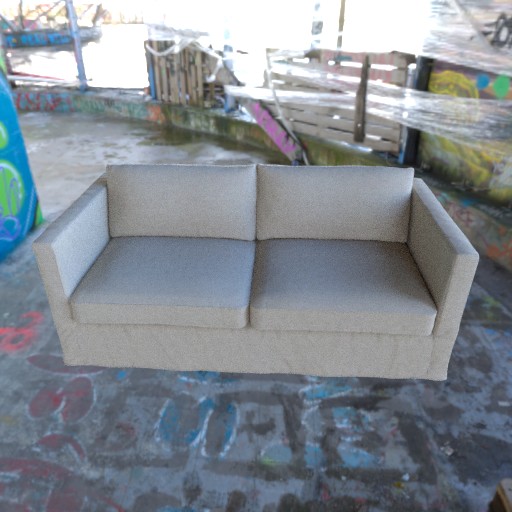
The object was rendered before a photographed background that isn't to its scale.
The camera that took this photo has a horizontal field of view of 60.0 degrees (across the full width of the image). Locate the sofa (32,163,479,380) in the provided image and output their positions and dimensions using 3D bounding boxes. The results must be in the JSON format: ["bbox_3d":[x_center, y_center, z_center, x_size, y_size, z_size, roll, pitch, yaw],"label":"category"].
[{"bbox_3d":[0.000,0.000,2.414,1.959,0.835,0.962,2,30,3],"label":"sofa"}]
